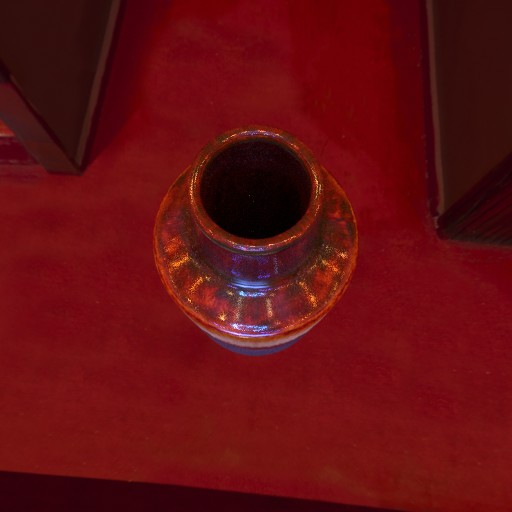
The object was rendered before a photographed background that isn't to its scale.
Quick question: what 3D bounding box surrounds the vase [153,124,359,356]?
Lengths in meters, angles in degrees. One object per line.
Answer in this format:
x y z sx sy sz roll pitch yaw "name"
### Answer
0.000 0.000 0.269 0.108 0.204 0.108 0 74 0 "vase"
